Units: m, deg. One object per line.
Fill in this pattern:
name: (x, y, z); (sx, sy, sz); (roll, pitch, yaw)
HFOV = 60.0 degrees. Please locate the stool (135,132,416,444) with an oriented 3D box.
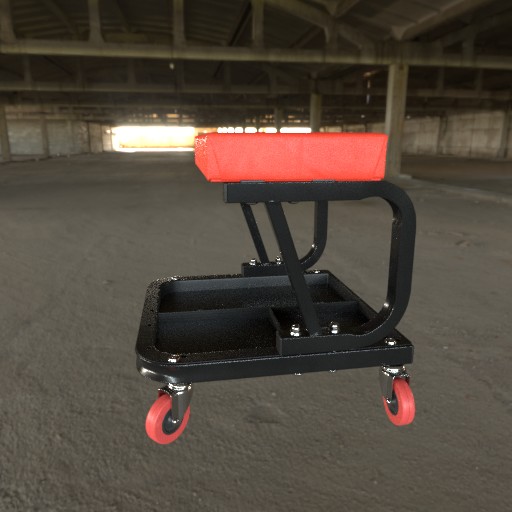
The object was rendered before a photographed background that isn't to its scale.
stool: (0.000, 0.000, 0.715); (0.371, 0.380, 0.446); (-2, 15, -9)
